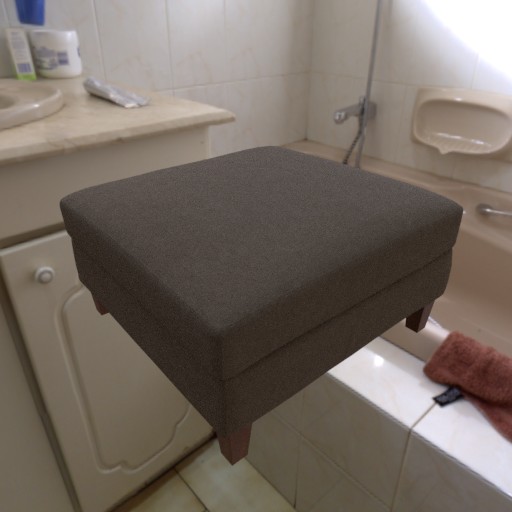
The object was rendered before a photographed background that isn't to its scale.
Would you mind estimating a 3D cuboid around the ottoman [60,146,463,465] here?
[{"bbox_3d":[0.000,0.000,1.386,0.881,0.482,0.861,-22,36,-34],"label":"ottoman"}]
